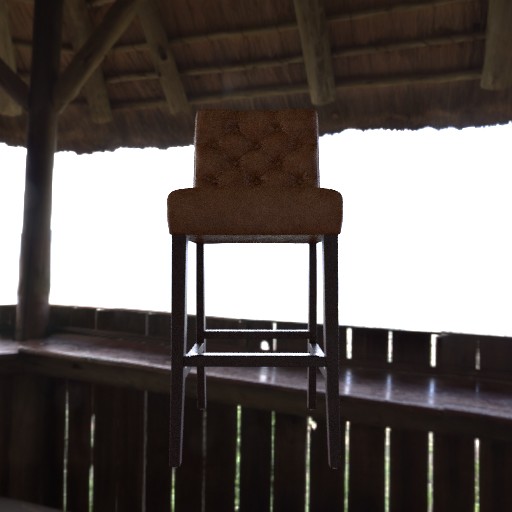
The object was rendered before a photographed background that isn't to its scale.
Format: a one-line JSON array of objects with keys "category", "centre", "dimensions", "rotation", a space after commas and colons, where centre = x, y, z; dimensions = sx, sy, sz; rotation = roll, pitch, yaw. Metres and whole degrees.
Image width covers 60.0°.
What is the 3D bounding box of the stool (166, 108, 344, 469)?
[{"category": "stool", "centre": [0.000, 0.000, 1.469], "dimensions": [0.493, 1.140, 0.601], "rotation": [0, -1, 1]}]
